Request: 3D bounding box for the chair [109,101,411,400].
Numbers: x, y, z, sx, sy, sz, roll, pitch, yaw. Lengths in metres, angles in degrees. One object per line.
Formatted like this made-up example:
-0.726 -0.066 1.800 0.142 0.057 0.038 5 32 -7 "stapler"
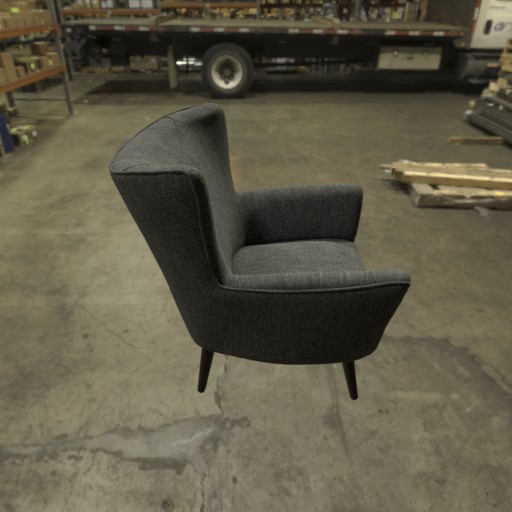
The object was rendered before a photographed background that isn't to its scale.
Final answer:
0.000 0.000 1.616 0.888 0.933 0.781 0 31 0 "chair"
